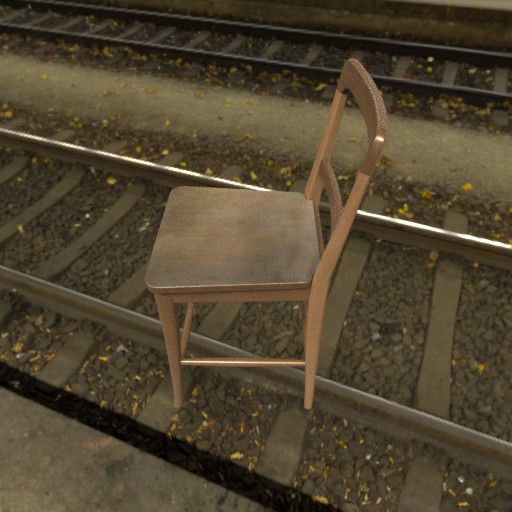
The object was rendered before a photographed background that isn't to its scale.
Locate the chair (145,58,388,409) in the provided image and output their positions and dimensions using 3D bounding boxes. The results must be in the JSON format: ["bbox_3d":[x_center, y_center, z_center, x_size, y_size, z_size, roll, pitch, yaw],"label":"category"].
[{"bbox_3d":[0.000,0.000,1.300,0.546,0.991,0.450,1,42,1],"label":"chair"}]
